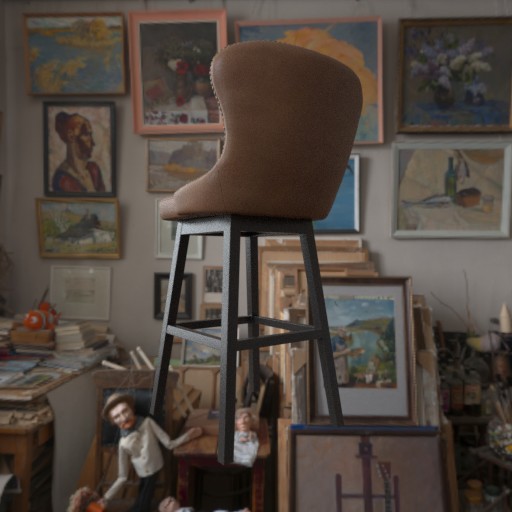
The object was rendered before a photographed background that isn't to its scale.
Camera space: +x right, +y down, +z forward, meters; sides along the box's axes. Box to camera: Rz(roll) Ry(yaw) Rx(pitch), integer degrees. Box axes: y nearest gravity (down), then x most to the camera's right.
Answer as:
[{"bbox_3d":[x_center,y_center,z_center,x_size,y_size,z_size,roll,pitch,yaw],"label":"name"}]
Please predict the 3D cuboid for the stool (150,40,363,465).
[{"bbox_3d":[0.000,0.000,1.372,0.528,1.050,0.601,0,0,-37],"label":"stool"}]
